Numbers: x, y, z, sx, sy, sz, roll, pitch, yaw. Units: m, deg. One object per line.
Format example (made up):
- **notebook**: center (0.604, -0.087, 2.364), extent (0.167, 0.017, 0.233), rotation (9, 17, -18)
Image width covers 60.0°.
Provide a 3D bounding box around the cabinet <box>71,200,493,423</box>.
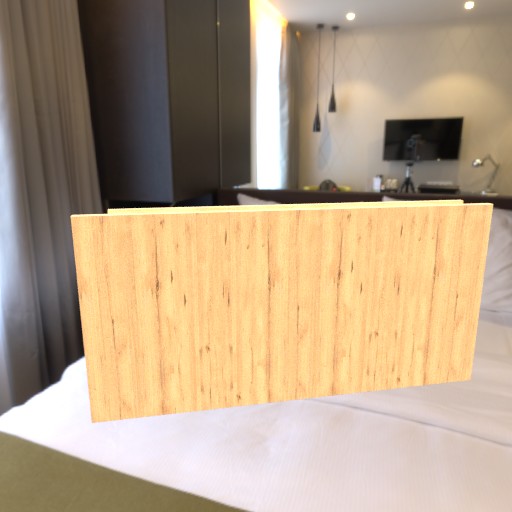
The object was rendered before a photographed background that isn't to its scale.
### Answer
- **cabinet**: center (0.000, 0.000, 3.085), extent (1.950, 0.970, 2.080), rotation (-3, 14, -11)
